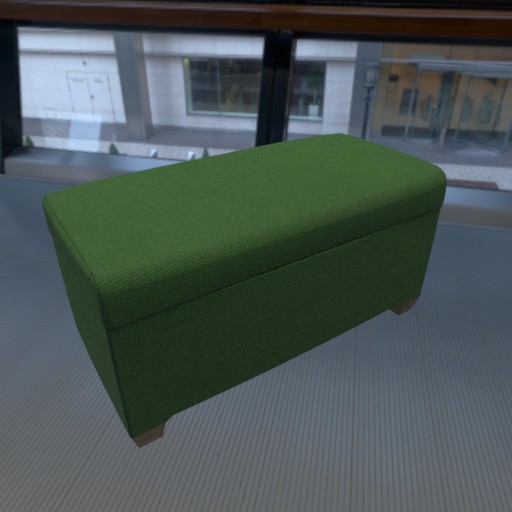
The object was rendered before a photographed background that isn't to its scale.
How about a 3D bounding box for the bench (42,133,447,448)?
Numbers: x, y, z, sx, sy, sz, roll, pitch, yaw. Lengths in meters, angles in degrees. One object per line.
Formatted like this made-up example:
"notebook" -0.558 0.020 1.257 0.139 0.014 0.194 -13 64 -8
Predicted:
"bench" 0.000 0.000 1.268 0.989 0.501 0.505 -19 36 -28
